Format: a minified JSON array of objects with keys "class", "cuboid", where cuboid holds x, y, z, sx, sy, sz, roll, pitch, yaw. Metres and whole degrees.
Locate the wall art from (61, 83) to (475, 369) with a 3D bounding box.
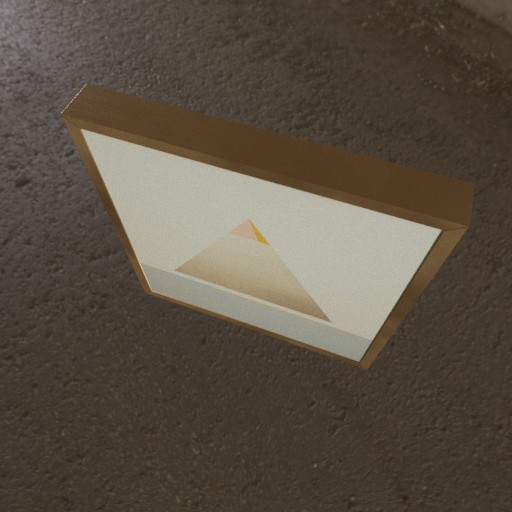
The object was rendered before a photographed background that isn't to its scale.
[{"class":"wall art","cuboid":[0.000,0.000,0.450,0.305,0.303,0.038,17,60,10]}]
